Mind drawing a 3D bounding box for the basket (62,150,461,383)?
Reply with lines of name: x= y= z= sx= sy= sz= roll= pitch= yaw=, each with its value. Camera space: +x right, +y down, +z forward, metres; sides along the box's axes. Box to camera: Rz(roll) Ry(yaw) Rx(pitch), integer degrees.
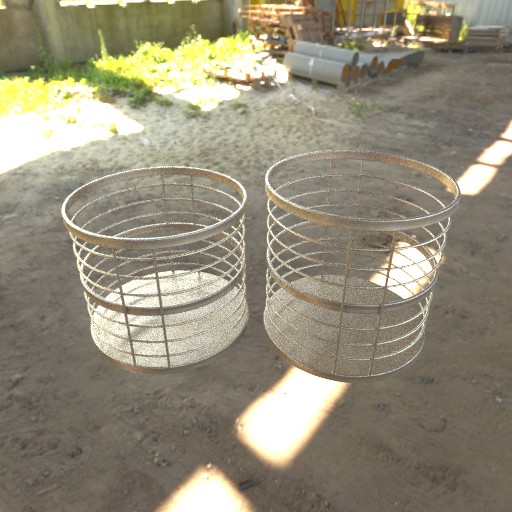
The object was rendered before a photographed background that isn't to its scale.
basket: x=0.000 y=0.000 z=0.932 sx=0.746 sy=0.351 sz=0.356 roll=2 pitch=31 yaw=3
